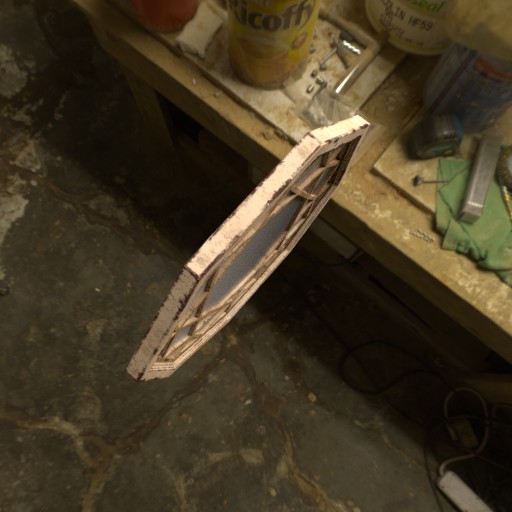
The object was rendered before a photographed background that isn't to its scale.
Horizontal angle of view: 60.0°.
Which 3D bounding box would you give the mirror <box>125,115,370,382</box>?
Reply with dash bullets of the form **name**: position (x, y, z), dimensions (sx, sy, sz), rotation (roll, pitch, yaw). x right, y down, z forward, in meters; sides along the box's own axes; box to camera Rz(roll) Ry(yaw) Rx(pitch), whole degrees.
- **mirror**: position (0.000, 0.000, 0.943), dimensions (0.031, 0.648, 0.648), rotation (40, 80, 9)
